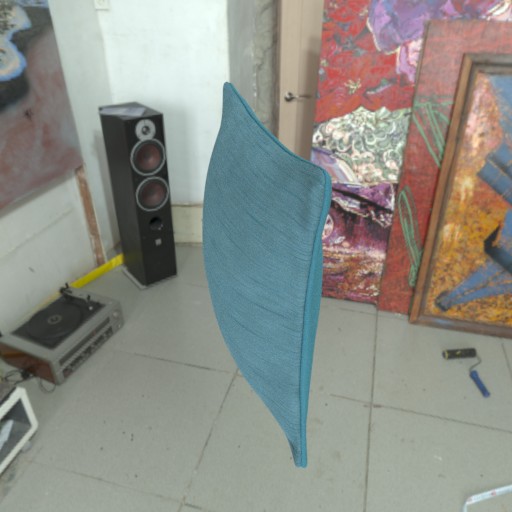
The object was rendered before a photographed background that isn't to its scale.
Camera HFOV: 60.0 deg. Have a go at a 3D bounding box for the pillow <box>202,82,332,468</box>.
[{"bbox_3d":[0.000,0.000,0.653,0.151,0.415,0.433,-8,33,-12],"label":"pillow"}]
